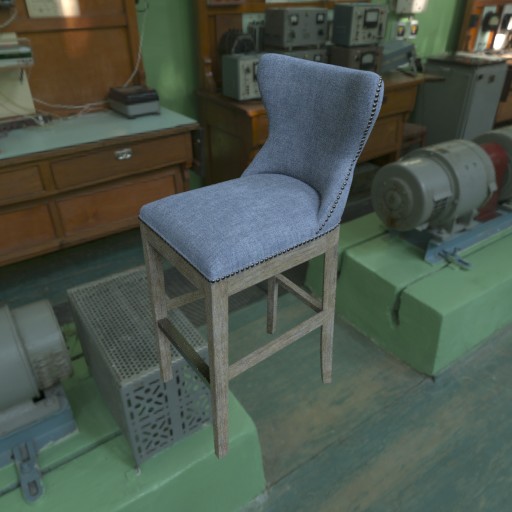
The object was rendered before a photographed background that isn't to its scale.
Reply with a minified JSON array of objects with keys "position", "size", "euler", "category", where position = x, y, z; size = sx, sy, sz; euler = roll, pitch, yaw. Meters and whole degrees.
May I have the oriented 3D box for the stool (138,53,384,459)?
[{"position":[0.000,0.000,1.431],"size":[0.606,1.123,0.494],"euler":[-21,38,-30],"category":"stool"}]
